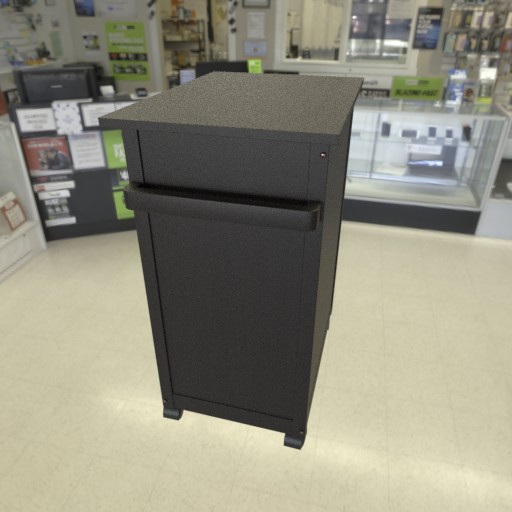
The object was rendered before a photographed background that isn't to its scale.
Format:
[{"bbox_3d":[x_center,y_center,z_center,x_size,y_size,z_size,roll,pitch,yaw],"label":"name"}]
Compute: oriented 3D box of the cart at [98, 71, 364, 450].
[{"bbox_3d":[0.000,0.000,1.263,0.456,0.879,0.660,8,31,13],"label":"cart"}]
